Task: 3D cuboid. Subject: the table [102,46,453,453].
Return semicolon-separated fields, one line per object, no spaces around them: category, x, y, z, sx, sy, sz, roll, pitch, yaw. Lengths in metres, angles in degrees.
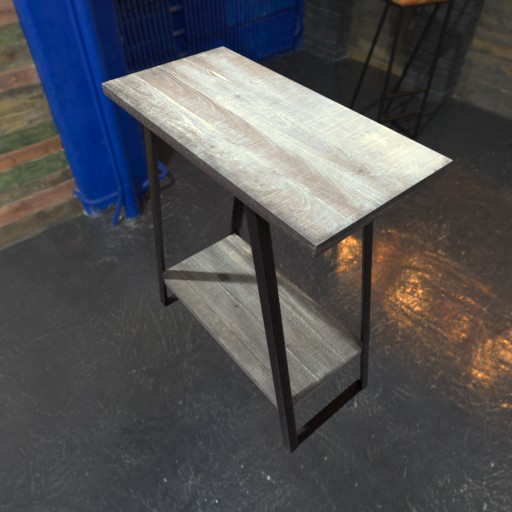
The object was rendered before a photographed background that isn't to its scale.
table;0.000;0.000;1.032;0.300;0.701;0.599;-31;53;-26
